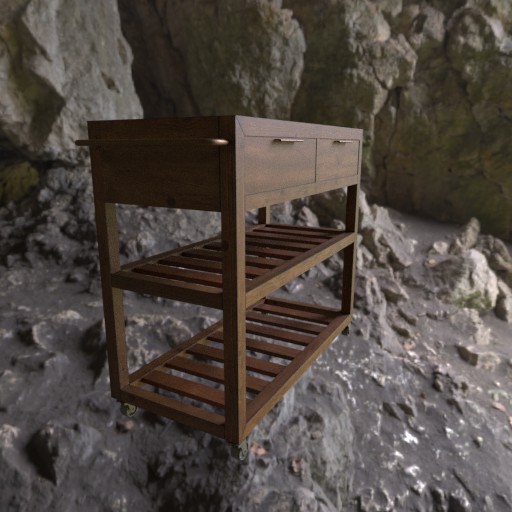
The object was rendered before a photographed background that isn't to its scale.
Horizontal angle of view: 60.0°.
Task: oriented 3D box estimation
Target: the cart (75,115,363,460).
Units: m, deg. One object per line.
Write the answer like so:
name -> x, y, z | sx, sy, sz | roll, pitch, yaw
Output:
cart -> 0.000, 0.000, 1.473 | 0.445, 0.830, 1.065 | 8, 16, 28
